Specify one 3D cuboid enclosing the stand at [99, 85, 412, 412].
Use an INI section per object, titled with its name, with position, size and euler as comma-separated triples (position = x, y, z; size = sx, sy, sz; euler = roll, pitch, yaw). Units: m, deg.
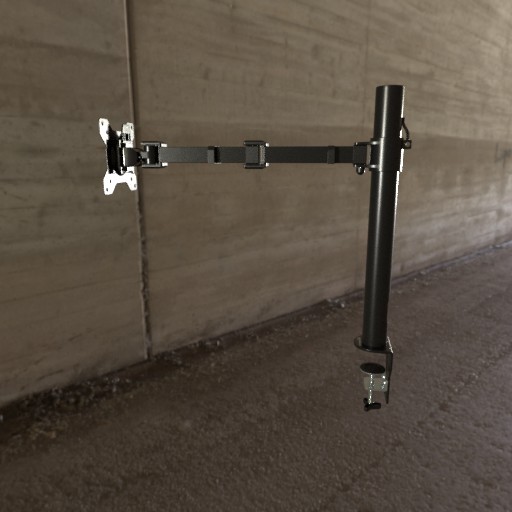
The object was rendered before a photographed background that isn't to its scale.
[stand]
position = 0.000, 0.000, 0.721
size = 0.456, 0.510, 0.115
euler = 2, 13, 10
